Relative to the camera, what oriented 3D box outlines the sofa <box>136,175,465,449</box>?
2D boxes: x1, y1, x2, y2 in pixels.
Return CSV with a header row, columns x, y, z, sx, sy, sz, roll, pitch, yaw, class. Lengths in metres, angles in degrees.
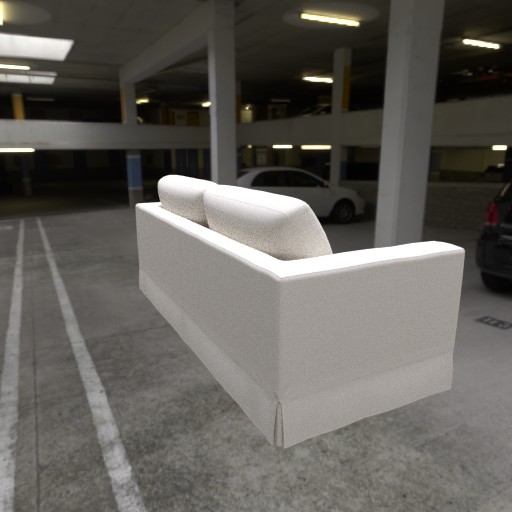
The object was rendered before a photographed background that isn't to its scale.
x,y,z,sx,sy,sz,roll,pitch,yaw,class
0.000,0.000,2.656,0.954,0.881,2.163,-7,16,-27,sofa
